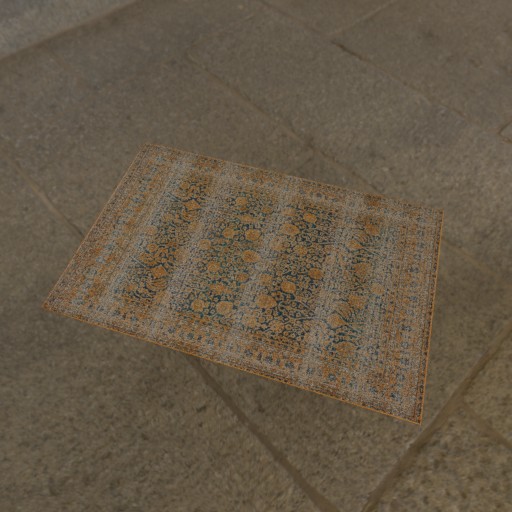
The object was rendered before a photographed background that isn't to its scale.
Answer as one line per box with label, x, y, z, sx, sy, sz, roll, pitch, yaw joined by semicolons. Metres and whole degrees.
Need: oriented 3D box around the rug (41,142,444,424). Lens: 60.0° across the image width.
rug;0.000;0.000;2.965;2.336;0.007;1.525;15;59;9
